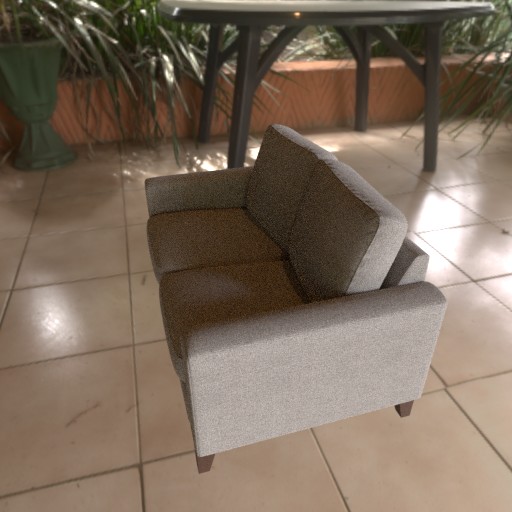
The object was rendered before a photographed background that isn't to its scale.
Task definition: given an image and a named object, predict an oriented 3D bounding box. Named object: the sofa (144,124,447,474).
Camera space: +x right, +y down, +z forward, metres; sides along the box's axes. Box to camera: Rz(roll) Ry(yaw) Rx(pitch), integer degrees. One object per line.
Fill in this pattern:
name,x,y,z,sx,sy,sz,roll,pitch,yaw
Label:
sofa,0.000,0.000,2.018,0.917,0.873,1.420,-9,33,-14
